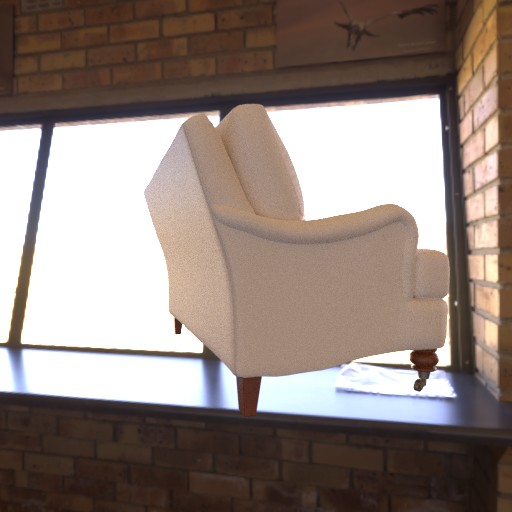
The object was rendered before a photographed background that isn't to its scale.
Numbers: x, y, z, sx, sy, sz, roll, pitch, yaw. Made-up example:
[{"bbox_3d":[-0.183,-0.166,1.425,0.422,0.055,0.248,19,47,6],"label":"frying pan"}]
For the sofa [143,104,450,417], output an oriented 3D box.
[{"bbox_3d":[0.000,0.000,2.442,1.084,1.101,1.853,0,0,-19],"label":"sofa"}]
